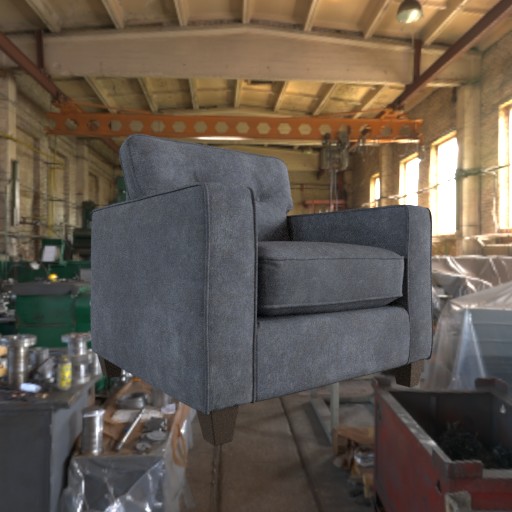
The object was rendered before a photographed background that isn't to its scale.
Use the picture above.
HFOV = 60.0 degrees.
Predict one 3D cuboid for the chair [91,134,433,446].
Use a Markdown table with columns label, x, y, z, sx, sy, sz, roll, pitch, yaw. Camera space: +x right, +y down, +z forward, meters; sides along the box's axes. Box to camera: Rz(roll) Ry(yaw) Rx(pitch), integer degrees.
| label | x | y | z | sx | sy | sz | roll | pitch | yaw |
| --- | --- | --- | --- | --- | --- | --- | --- | --- | --- |
| chair | 0.000 | 0.000 | 1.722 | 1.015 | 0.965 | 0.939 | 0 | 0 | -37 |
